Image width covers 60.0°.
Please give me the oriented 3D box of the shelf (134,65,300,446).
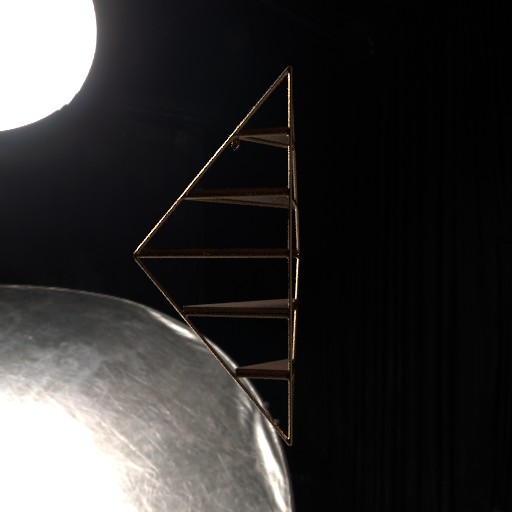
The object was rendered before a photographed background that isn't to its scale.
[{"bbox_3d":[0.000,0.000,1.180,0.564,0.913,0.294,0,0,-36],"label":"shelf"}]
